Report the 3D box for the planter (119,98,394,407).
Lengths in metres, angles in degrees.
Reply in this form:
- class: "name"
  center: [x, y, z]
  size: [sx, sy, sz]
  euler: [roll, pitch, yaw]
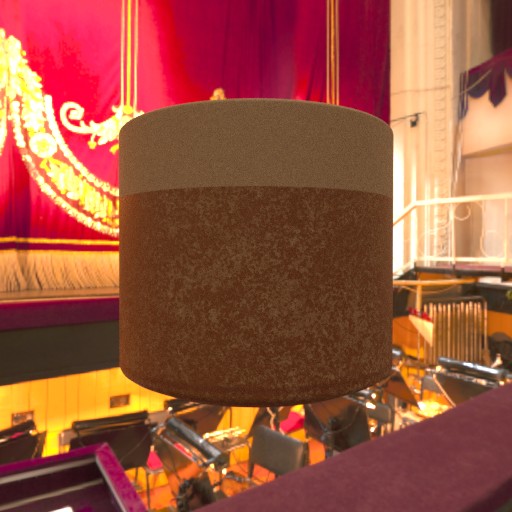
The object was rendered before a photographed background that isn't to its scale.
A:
- class: "planter"
  center: [0.000, 0.000, 0.268]
  size: [0.159, 0.138, 0.159]
  euler: [0, 1, 0]
